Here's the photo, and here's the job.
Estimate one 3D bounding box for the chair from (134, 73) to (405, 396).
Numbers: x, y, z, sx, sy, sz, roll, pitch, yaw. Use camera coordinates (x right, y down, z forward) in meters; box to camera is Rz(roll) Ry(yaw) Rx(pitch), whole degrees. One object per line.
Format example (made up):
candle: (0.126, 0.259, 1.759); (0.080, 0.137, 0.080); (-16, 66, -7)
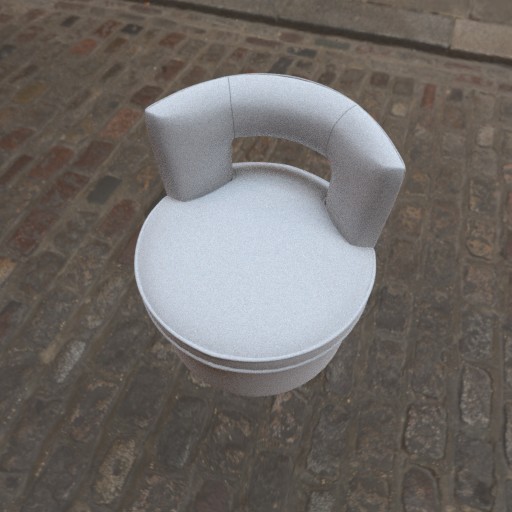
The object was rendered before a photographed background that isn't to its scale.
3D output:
chair: (0.000, 0.000, 1.241); (0.650, 0.723, 0.665); (15, 58, 10)
